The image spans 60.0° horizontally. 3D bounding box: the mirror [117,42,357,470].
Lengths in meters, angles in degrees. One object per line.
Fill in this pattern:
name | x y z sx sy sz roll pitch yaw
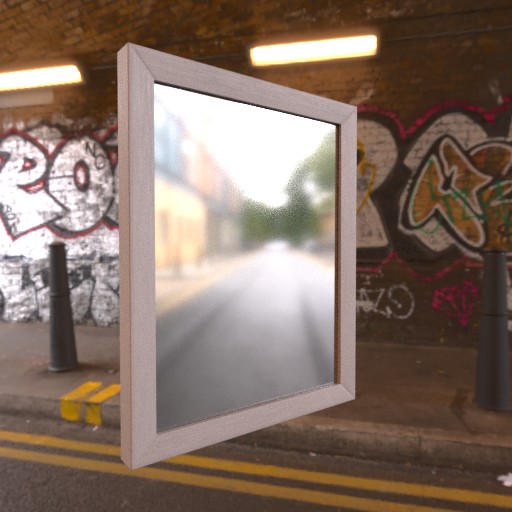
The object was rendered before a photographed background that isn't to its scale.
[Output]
mirror | 0.000 0.000 0.663 0.405 0.508 0.041 -1 2 -37
